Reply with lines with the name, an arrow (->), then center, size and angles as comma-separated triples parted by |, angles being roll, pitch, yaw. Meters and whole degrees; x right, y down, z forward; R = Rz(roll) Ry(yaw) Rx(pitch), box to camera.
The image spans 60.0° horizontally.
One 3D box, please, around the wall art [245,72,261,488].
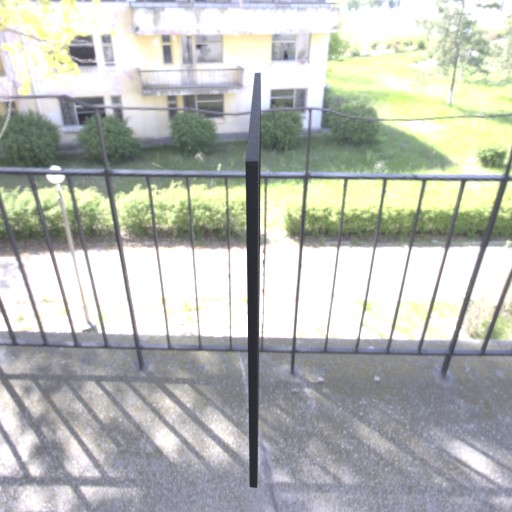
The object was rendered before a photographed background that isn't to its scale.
wall art -> 0.000, 0.000, 0.978 | 0.016, 0.659, 0.663 | 0, 31, 1
